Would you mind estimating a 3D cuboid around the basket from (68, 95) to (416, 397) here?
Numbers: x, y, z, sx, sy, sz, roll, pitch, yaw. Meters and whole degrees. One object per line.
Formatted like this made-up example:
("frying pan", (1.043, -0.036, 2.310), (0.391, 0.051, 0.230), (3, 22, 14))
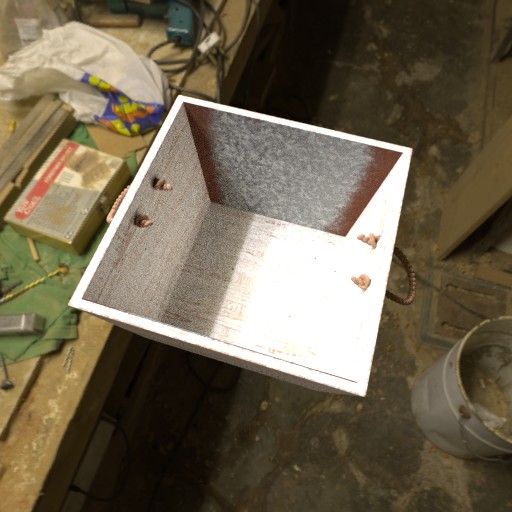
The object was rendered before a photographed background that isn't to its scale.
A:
("basket", (0.000, 0.000, 0.778), (0.545, 0.247, 0.413), (15, 64, 8))
